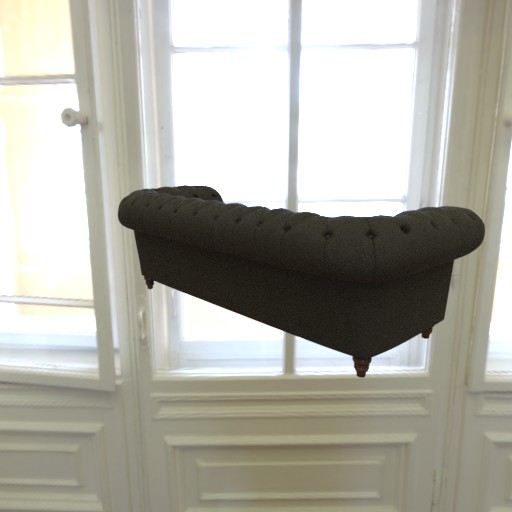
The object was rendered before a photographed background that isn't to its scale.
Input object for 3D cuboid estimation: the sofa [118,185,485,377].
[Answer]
[{"bbox_3d":[0.000,0.000,2.774,0.991,0.762,2.362,-12,18,-42],"label":"sofa"}]
